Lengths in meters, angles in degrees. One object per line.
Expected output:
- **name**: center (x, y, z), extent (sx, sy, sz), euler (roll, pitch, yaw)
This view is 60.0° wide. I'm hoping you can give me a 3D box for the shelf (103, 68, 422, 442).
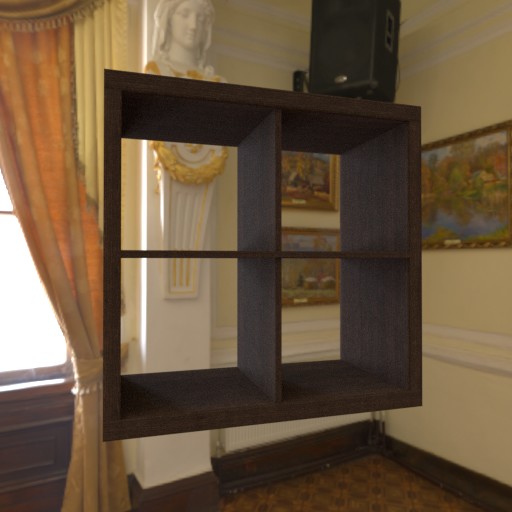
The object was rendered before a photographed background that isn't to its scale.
- **shelf**: center (0.000, 0.000, 1.234), extent (0.790, 0.786, 0.390), euler (0, -1, -17)
